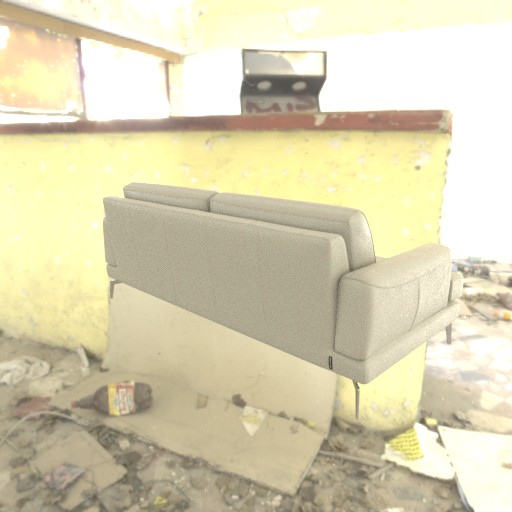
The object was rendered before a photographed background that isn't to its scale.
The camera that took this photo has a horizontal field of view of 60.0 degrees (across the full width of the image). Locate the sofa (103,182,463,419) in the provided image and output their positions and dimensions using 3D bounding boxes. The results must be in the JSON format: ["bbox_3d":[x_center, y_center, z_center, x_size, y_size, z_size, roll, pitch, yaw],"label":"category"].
[{"bbox_3d":[0.000,0.000,2.482,1.940,0.765,0.974,14,20,43],"label":"sofa"}]
